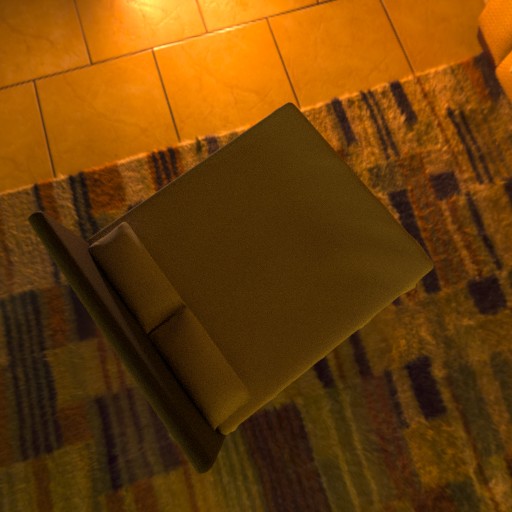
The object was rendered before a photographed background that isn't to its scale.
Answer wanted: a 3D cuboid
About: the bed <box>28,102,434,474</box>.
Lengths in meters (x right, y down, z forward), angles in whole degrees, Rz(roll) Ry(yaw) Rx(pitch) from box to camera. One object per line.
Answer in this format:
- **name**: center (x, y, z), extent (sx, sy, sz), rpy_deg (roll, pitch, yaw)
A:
- **bed**: center (0.000, 0.000, 3.275), extent (2.142, 1.330, 1.884), rpy_deg (-37, 79, -8)
